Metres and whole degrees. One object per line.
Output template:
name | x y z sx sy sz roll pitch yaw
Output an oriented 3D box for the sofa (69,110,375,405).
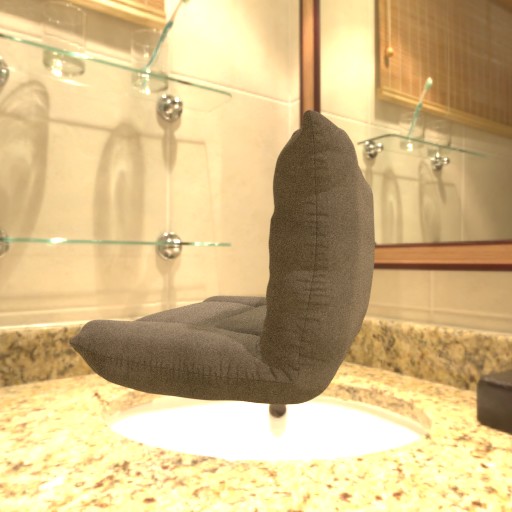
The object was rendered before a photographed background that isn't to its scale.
sofa | 0.000 0.000 1.697 0.847 0.795 1.144 0 0 18
